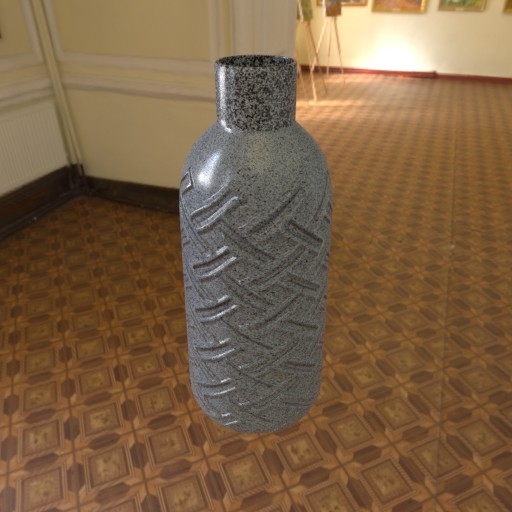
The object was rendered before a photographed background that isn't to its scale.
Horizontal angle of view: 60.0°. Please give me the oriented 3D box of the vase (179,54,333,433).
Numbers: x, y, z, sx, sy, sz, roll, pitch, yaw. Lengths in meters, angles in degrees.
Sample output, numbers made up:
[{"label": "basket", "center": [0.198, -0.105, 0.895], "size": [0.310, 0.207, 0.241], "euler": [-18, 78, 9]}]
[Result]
[{"label": "vase", "center": [0.000, 0.000, 0.346], "size": [0.122, 0.282, 0.122], "euler": [0, 32, 0]}]
